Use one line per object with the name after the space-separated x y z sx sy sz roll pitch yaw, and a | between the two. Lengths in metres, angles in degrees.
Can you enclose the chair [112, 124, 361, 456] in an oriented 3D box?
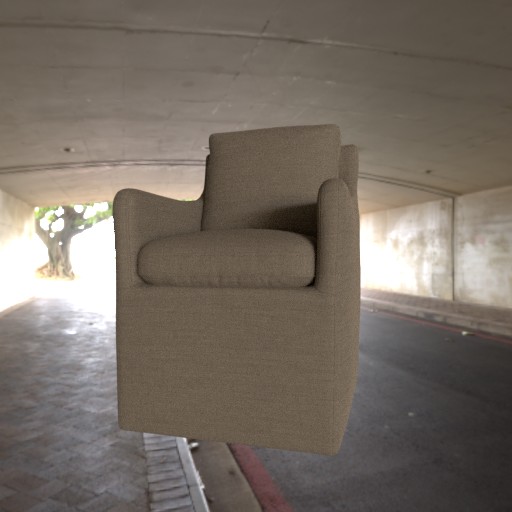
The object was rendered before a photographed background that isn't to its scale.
0.000 0.000 1.389 0.626 0.914 0.694 0 0 16 | chair
